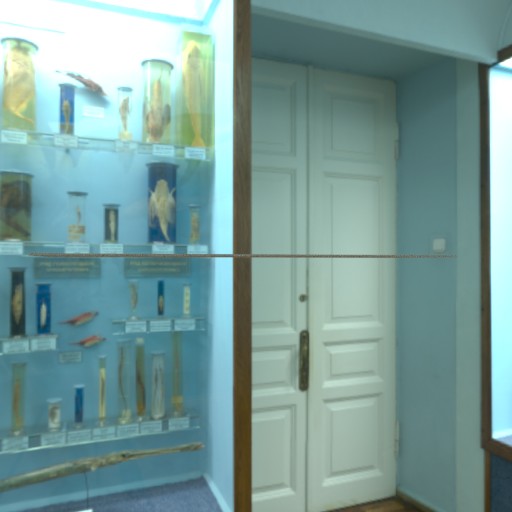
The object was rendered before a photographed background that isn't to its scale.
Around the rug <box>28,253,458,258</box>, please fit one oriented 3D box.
[{"bbox_3d":[0.000,0.000,2.747,2.430,0.012,0.767,0,-1,-19],"label":"rug"}]
